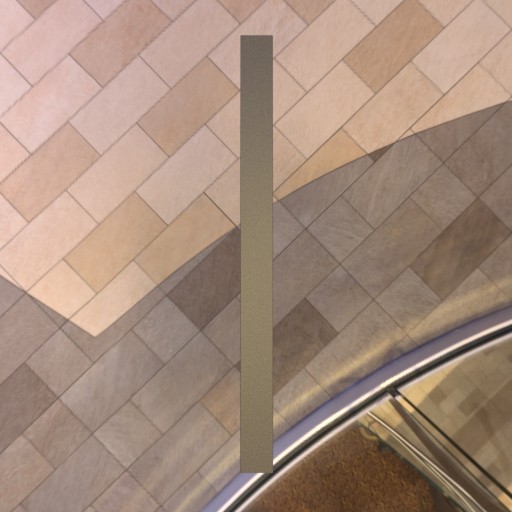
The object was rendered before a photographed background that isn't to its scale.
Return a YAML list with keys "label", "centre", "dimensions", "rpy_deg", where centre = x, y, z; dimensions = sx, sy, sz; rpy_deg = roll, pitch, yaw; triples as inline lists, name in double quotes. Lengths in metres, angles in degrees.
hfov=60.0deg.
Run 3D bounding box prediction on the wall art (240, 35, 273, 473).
- label: "wall art"
  centre: [0.000, 0.000, 0.766]
  dimensions: [0.038, 0.507, 0.507]
  rpy_deg: [0, 89, 0]
